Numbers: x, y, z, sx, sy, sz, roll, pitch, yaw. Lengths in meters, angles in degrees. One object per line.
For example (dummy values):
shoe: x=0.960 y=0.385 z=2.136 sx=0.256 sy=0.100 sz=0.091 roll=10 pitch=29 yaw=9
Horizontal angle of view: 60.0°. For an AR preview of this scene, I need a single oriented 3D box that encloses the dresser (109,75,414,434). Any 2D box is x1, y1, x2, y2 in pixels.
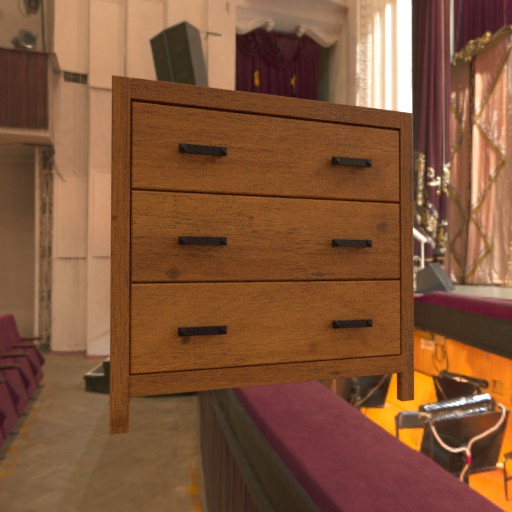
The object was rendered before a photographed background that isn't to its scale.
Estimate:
dresser: x=0.000 y=0.000 z=1.291 sx=0.804 sy=0.804 sz=0.427 roll=0 pitch=-1 yaw=-18
